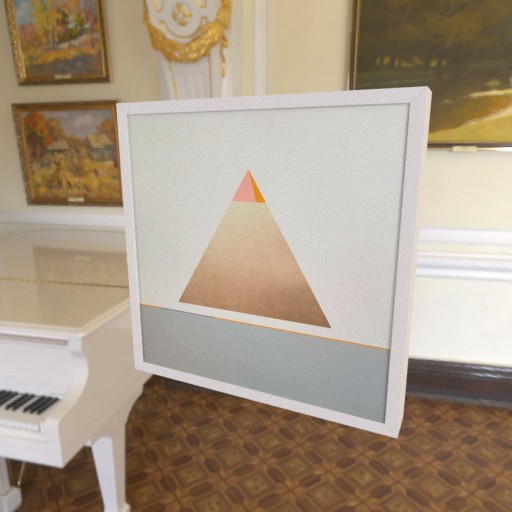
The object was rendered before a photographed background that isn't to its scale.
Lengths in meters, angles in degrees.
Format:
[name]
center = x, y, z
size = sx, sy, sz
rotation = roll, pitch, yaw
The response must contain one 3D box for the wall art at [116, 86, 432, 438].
[wall art]
center = 0.000, 0.000, 0.451
size = 0.305, 0.304, 0.038
rotation = 6, 15, 25
